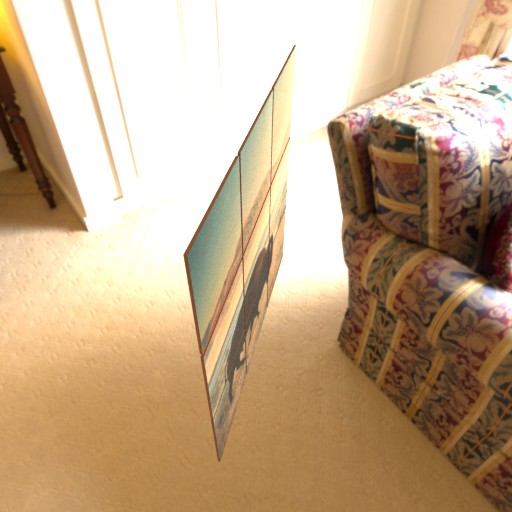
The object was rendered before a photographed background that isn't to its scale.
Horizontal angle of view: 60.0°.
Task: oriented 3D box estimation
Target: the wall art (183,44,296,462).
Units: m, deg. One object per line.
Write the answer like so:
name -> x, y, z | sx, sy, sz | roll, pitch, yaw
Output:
wall art -> 0.000, 0.000, 2.265 | 0.019, 1.532, 1.533 | 11, 47, 10
